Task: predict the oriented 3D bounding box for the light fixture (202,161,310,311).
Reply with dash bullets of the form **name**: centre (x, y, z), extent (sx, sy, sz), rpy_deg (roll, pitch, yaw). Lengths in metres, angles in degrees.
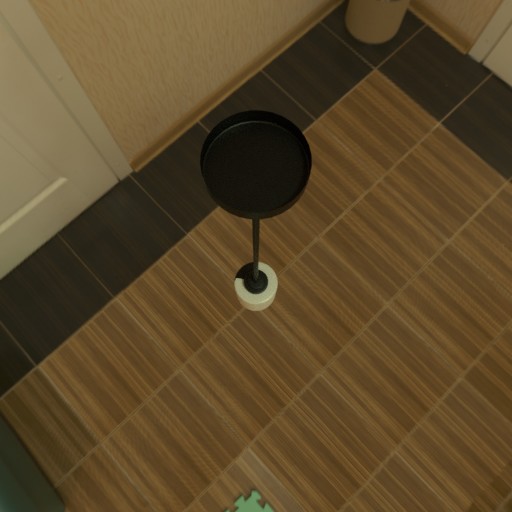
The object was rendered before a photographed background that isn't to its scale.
- **light fixture**: centre (0.000, 0.000, 0.906), extent (0.123, 0.863, 0.123), rpy_deg (17, 76, 4)
